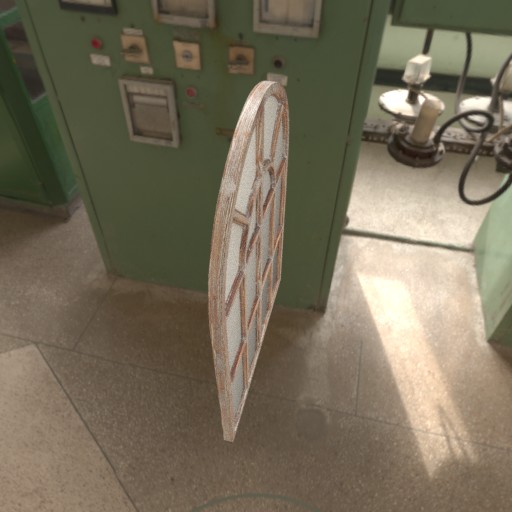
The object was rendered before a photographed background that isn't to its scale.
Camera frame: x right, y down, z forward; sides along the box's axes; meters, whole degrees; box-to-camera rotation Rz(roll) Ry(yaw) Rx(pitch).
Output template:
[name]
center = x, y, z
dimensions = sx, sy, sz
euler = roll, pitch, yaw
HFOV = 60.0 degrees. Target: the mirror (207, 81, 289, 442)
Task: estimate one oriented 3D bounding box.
[mirror]
center = 0.000, 0.000, 1.208
dimensions = 0.032, 0.920, 0.660
euler = 11, 47, 10
